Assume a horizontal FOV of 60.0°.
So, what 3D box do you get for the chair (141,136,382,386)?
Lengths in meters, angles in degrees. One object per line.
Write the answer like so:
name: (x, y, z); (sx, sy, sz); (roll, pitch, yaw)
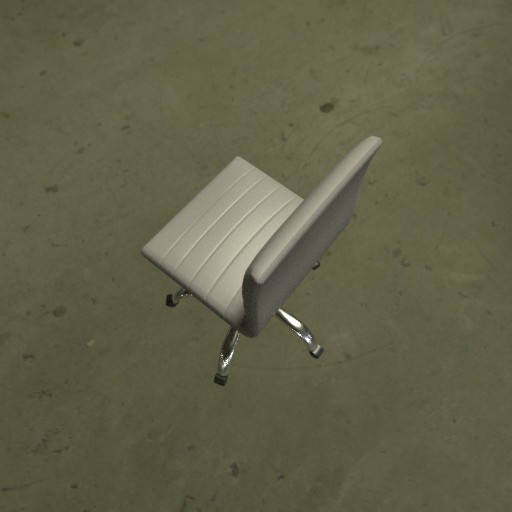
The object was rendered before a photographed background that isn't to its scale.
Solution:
chair: (0.000, 0.000, 1.165); (0.530, 0.780, 0.556); (35, 68, 17)
